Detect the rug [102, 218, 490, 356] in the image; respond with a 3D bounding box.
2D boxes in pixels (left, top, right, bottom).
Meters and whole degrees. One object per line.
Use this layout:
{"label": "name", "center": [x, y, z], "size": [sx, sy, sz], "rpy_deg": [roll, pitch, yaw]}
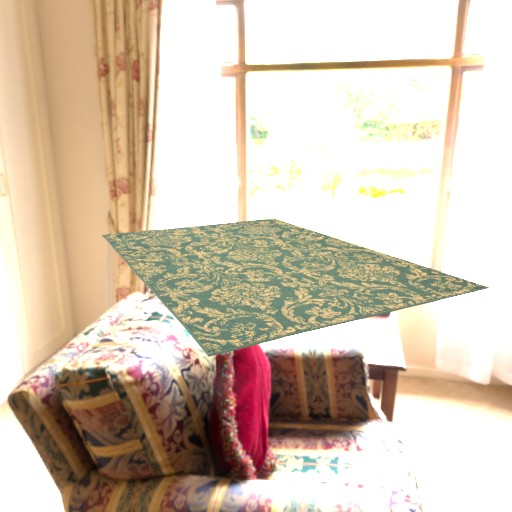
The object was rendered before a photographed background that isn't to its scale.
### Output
{"label": "rug", "center": [0.000, 0.000, 2.863], "size": [1.554, 0.012, 2.205], "rpy_deg": [-8, 17, -27]}
